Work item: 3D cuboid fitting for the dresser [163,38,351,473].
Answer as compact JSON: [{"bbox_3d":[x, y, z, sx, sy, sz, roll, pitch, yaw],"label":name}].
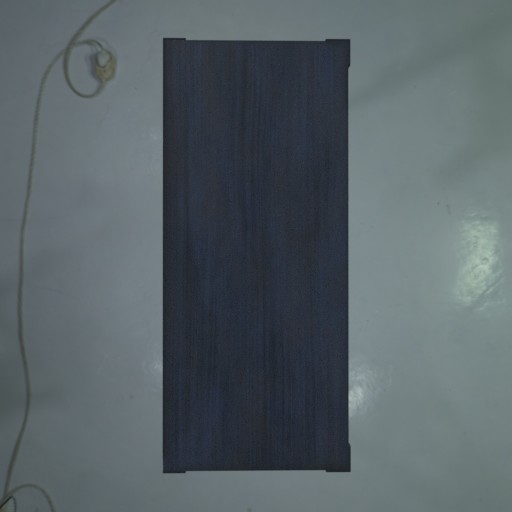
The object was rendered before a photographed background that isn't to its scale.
[{"bbox_3d":[0.000,0.000,1.562,0.463,0.986,1.049,0,90,-1],"label":"dresser"}]
